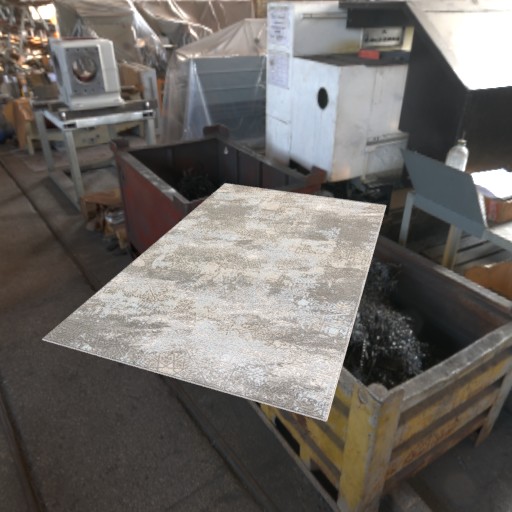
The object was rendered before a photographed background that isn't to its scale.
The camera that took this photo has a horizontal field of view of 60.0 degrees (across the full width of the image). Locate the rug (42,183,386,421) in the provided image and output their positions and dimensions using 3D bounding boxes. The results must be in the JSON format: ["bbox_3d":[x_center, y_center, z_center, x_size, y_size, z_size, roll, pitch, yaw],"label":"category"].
[{"bbox_3d":[0.000,0.000,3.116,1.536,0.012,2.431,10,32,17],"label":"rug"}]
